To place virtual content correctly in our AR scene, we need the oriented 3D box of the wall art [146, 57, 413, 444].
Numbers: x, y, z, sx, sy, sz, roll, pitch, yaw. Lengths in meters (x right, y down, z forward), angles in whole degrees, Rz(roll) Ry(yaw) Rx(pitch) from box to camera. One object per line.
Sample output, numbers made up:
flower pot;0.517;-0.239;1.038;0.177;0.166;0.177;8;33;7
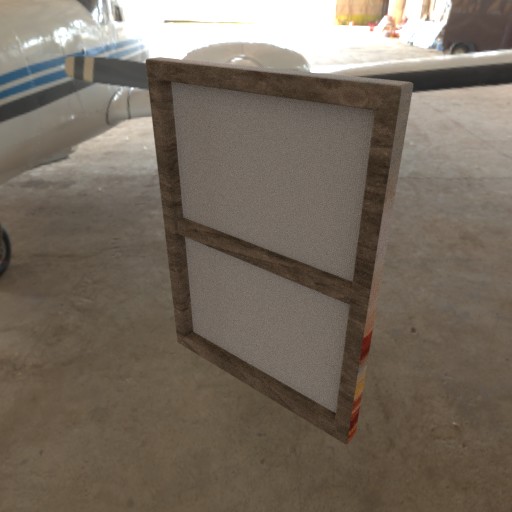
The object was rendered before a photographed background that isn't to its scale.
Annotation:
wall art;0.000;0.000;0.771;0.443;0.605;0.035;22;36;33
